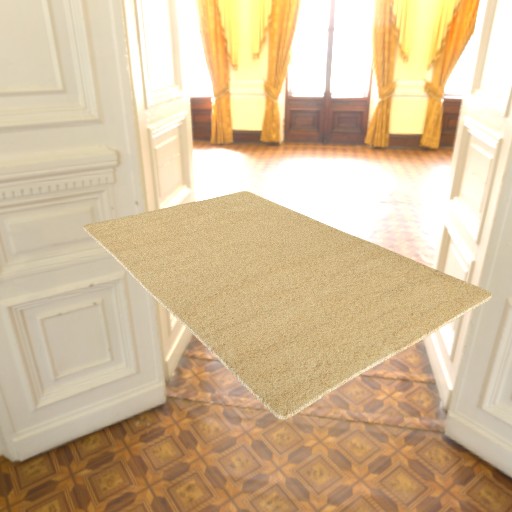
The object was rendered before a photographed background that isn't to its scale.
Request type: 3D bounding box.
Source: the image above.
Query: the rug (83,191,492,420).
[{"bbox_3d":[0.000,0.000,2.858,1.500,0.026,2.349,-18,31,-32],"label":"rug"}]
